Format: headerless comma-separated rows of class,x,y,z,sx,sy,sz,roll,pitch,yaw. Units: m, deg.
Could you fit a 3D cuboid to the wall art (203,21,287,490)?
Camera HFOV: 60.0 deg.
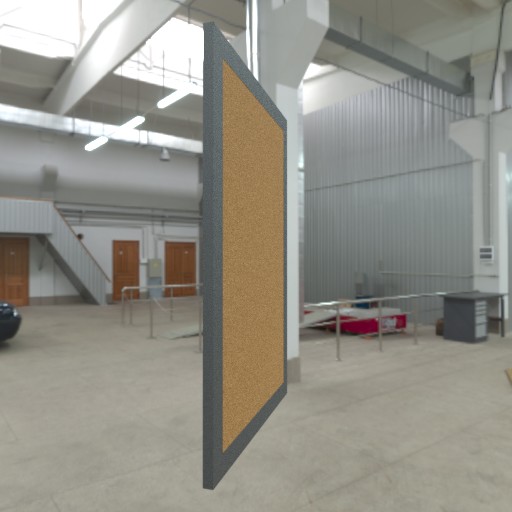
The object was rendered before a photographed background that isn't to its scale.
wall art,0.000,0.000,0.687,0.013,0.534,0.380,0,0,17
